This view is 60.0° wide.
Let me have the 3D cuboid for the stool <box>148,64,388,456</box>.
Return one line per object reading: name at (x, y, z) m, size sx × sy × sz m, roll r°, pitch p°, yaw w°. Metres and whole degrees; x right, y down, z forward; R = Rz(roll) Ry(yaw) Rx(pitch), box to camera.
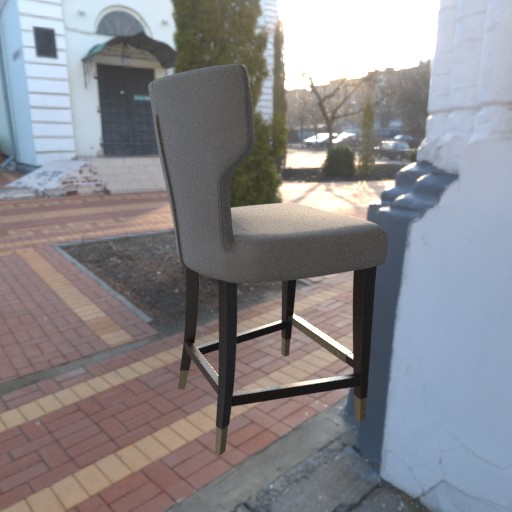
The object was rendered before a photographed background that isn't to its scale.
stool at (0.000, 0.000, 1.324) m, size 0.563 × 0.982 × 0.527 m, roll -7°, pitch 17°, yaw -25°
